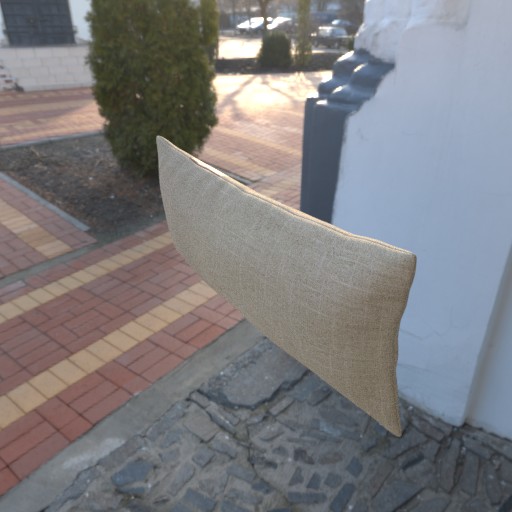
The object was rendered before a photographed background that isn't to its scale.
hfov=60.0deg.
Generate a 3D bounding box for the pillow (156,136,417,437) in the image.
[{"bbox_3d":[0.000,0.000,0.724,0.155,0.282,0.612,-18,33,-30],"label":"pillow"}]
